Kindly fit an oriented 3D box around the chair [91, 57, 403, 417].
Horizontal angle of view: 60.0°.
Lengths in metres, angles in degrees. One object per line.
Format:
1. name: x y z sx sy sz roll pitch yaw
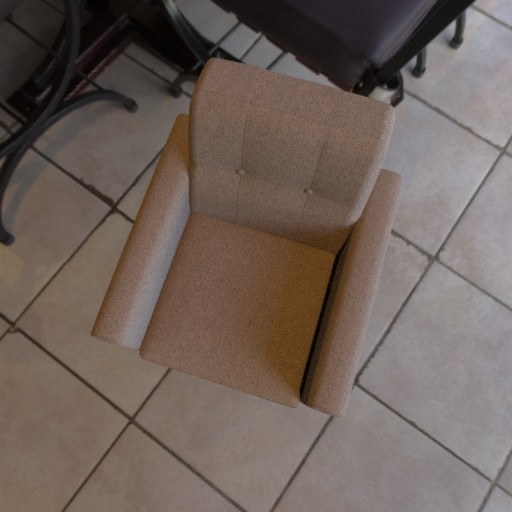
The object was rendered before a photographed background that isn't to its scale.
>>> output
1. chair: 0.000 0.000 1.560 0.831 0.839 0.907 17 76 4
